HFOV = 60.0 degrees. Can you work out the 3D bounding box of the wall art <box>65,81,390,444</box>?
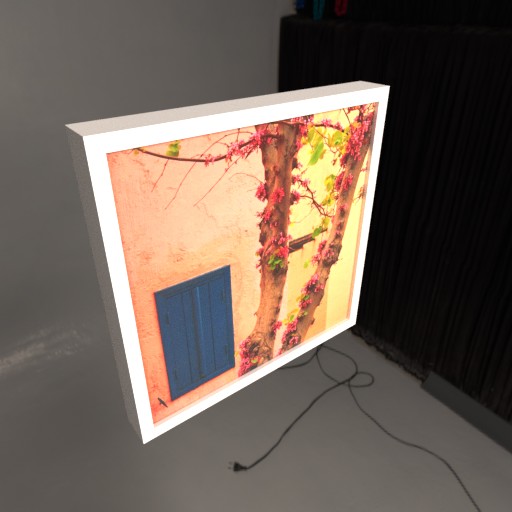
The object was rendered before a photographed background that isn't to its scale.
[{"bbox_3d":[0.000,0.000,0.450,0.305,0.302,0.038,-21,36,-31],"label":"wall art"}]
